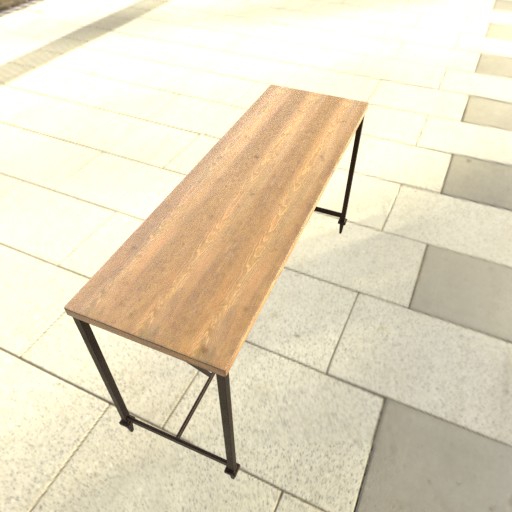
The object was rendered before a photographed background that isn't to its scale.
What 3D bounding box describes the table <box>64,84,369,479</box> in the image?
[{"bbox_3d":[0.000,0.000,2.136,0.551,0.902,1.700,17,48,16],"label":"table"}]
